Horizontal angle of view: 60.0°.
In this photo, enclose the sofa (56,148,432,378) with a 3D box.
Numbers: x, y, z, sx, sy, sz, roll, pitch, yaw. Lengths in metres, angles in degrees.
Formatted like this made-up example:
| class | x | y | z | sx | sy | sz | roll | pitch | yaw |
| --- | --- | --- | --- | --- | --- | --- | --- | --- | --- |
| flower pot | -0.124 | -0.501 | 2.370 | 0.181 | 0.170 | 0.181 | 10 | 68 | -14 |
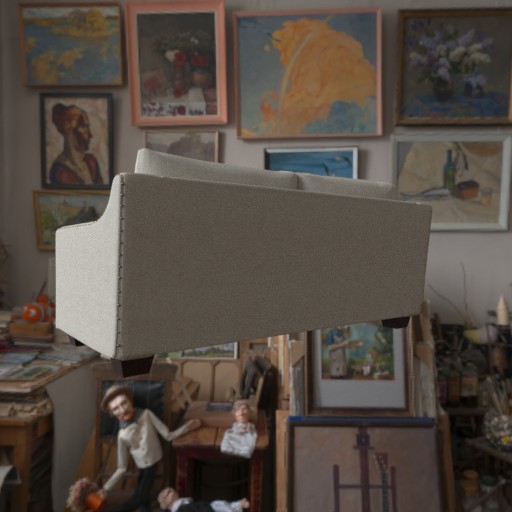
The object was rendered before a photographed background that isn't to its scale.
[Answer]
| class | x | y | z | sx | sy | sz | roll | pitch | yaw |
| --- | --- | --- | --- | --- | --- | --- | --- | --- | --- |
| sofa | 0.000 | 0.000 | 2.752 | 2.107 | 0.983 | 1.104 | -1 | 1 | -37 |
